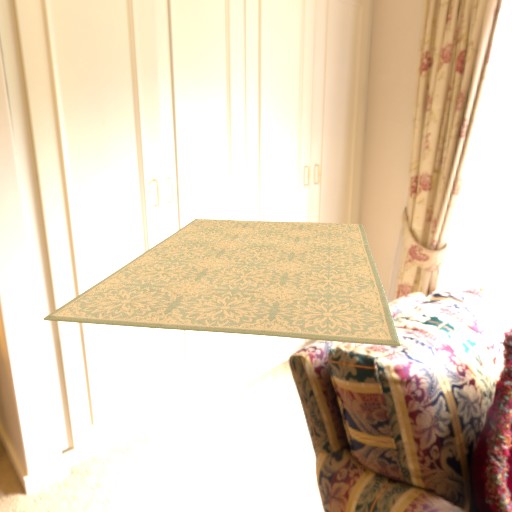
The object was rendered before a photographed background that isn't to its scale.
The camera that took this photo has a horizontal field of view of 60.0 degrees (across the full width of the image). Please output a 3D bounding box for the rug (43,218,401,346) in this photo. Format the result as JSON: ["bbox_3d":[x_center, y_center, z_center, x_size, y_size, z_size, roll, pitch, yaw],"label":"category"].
[{"bbox_3d":[0.000,0.000,3.491,1.819,0.018,2.746,3,16,9],"label":"rug"}]
